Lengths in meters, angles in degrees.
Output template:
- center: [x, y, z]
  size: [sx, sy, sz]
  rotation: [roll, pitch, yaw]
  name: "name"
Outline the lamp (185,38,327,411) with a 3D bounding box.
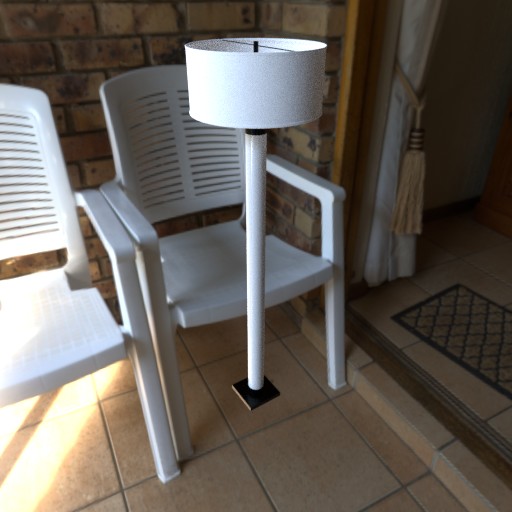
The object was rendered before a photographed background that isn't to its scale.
- center: [0.000, 0.000, 1.685]
  size: [0.420, 1.475, 0.420]
  rotation: [-19, 35, -28]
  name: "lamp"
